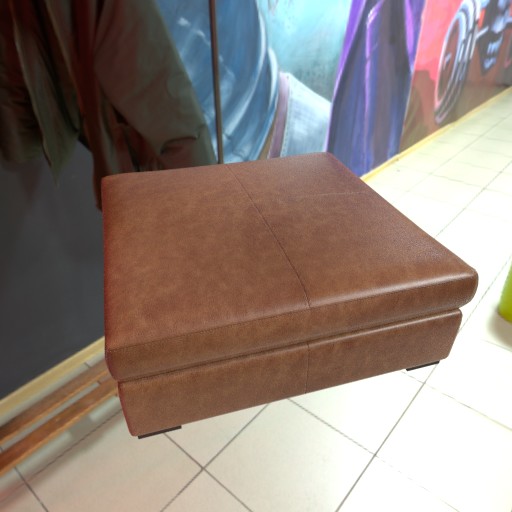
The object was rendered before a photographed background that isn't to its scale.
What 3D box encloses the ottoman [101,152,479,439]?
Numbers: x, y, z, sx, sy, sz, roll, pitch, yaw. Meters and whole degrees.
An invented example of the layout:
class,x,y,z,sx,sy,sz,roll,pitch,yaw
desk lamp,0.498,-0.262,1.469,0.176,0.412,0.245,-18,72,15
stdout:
class,x,y,z,sx,sy,sz,roll,pitch,yaw
ottoman,0.000,0.000,1.831,1.169,0.483,1.168,-9,34,-14
